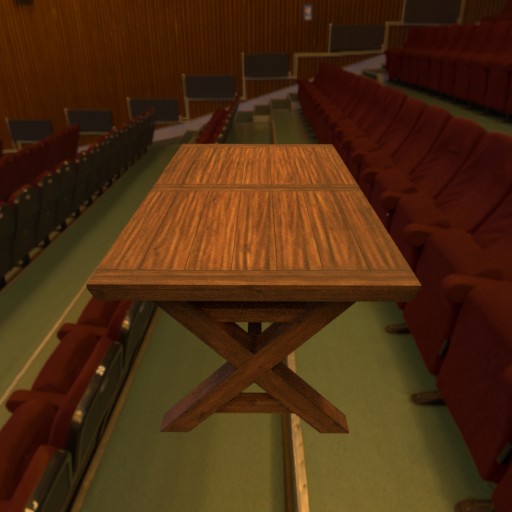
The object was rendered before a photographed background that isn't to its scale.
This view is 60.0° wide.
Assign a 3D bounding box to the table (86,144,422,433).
[{"bbox_3d":[0.000,0.000,2.469,1.071,0.793,1.966,0,27,0],"label":"table"}]
